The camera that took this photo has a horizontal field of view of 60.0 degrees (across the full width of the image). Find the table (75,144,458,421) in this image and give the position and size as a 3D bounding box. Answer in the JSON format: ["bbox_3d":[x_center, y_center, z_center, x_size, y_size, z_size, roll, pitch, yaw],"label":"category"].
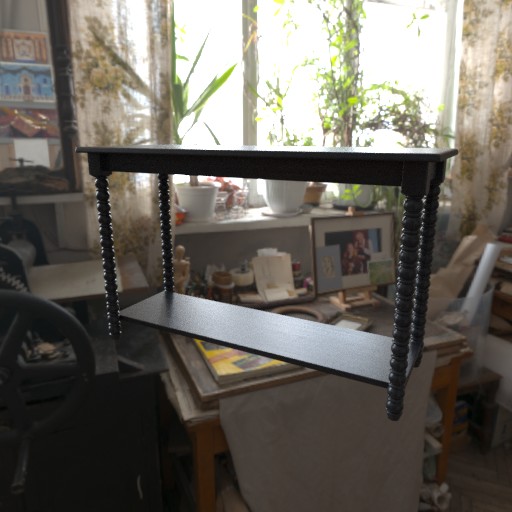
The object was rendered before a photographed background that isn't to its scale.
[{"bbox_3d":[0.000,0.000,1.547,1.184,0.735,0.459,8,17,27],"label":"table"}]
